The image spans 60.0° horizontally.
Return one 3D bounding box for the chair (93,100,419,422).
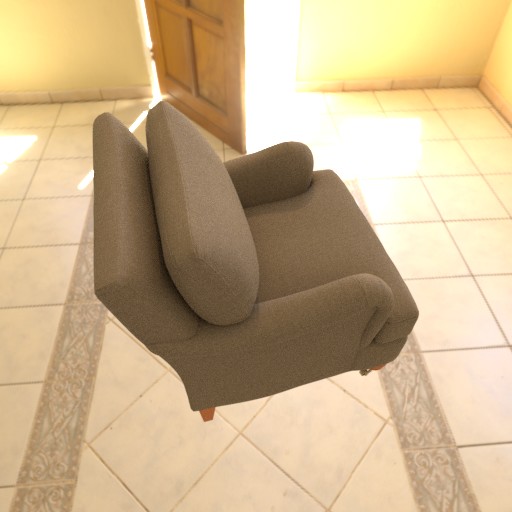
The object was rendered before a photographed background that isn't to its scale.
[{"bbox_3d":[0.000,0.000,1.827,1.070,1.038,0.955,-11,49,-9],"label":"chair"}]
